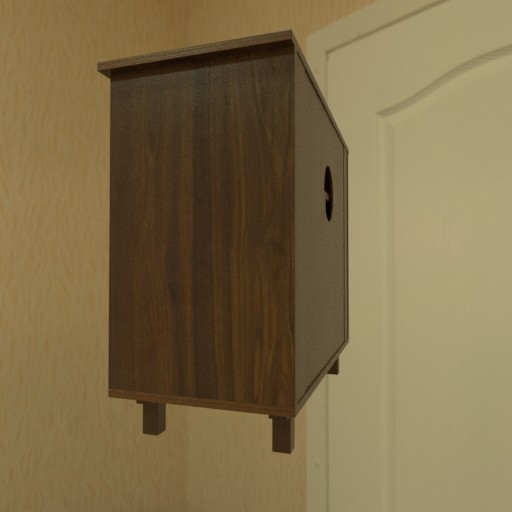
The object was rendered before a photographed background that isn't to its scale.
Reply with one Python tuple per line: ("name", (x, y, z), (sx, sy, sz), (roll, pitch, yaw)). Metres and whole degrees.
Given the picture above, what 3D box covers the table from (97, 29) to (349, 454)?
("table", (0.000, 0.000, 1.159), (0.390, 0.725, 0.802), (0, -1, 18))
